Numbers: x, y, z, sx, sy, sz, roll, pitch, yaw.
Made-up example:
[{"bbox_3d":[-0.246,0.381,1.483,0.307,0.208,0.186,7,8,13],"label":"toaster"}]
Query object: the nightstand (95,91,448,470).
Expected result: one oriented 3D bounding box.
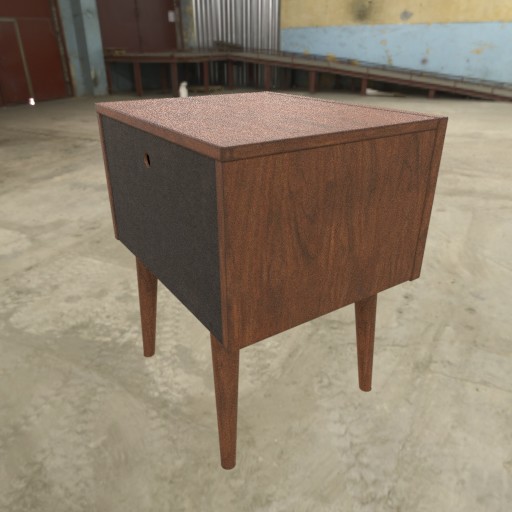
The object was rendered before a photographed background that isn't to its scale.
[{"bbox_3d":[0.000,0.000,0.955,0.445,0.607,0.521,-16,30,-30],"label":"nightstand"}]
